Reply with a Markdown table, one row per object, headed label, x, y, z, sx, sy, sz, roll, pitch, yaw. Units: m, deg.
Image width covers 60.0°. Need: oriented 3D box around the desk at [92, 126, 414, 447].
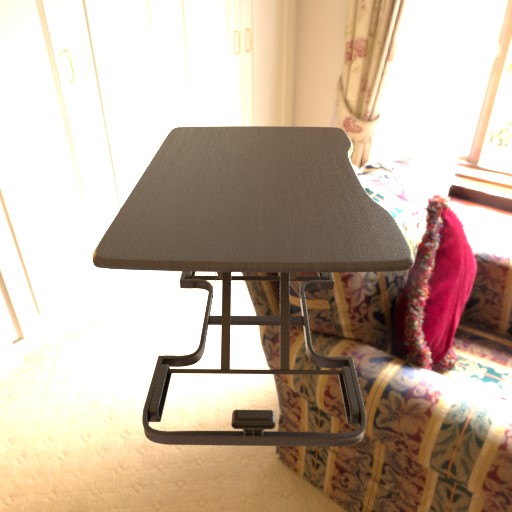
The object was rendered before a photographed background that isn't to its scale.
| label | x | y | z | sx | sy | sz | roll | pitch | yaw |
| --- | --- | --- | --- | --- | --- | --- | --- | --- | --- |
| desk | 0.000 | 0.000 | 1.179 | 0.546 | 0.470 | 0.820 | 0 | 31 | 1 |
